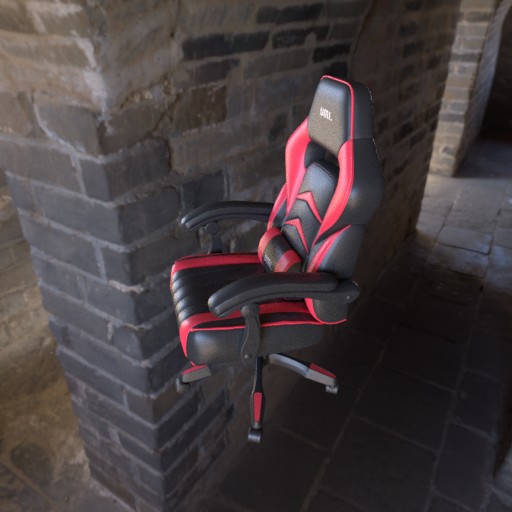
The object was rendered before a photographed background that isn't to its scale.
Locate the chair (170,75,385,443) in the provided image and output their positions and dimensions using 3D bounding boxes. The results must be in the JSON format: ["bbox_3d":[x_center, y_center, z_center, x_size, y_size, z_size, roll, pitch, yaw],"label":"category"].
[{"bbox_3d":[0.000,0.000,1.654,0.700,1.220,0.700,-8,31,-14],"label":"chair"}]
